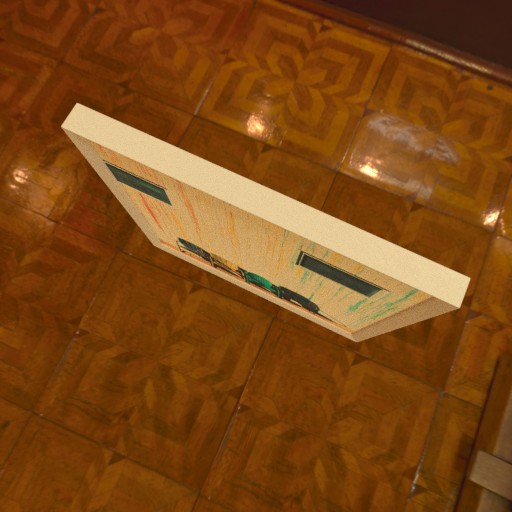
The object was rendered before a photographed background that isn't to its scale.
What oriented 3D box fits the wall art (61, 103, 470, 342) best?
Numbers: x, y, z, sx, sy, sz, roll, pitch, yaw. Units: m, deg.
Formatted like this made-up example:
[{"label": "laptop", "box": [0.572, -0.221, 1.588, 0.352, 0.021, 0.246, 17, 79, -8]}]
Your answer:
[{"label": "wall art", "box": [0.000, 0.000, 0.757, 0.508, 0.508, 0.037, 25, 76, 7]}]
